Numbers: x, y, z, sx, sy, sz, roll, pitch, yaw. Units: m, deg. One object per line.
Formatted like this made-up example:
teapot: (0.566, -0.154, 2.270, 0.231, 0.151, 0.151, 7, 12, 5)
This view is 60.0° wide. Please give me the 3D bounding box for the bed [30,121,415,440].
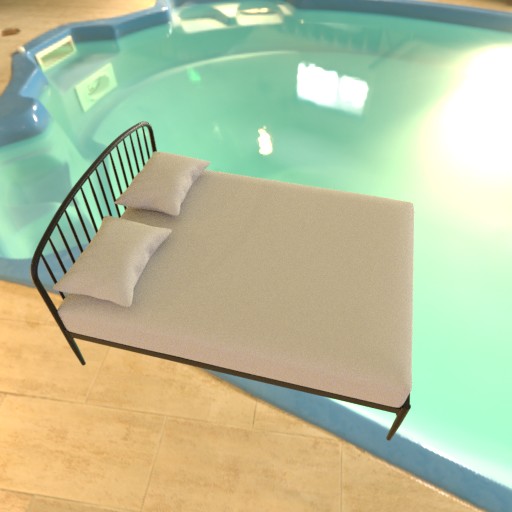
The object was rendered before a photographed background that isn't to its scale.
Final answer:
bed: (0.000, 0.000, 3.055, 2.159, 1.166, 1.618, 11, 48, 10)
